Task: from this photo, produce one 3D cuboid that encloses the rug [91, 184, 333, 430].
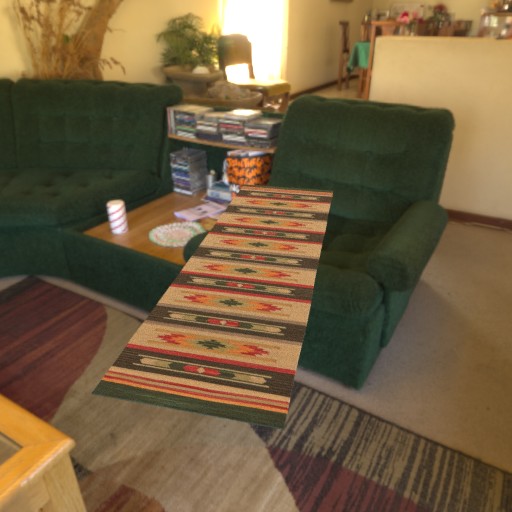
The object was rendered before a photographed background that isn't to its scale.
[{"bbox_3d":[0.000,0.000,2.677,0.760,0.009,2.440,6,29,11],"label":"rug"}]
